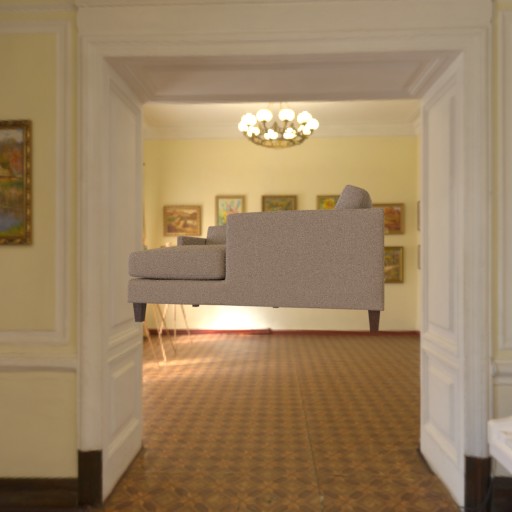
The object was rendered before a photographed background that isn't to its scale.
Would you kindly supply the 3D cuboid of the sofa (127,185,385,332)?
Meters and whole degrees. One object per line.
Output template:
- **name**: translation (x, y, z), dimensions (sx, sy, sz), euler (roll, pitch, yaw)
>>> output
- **sofa**: translation (0.000, 0.000, 4.386), dimensions (2.424, 0.865, 3.438), euler (0, 0, 16)
